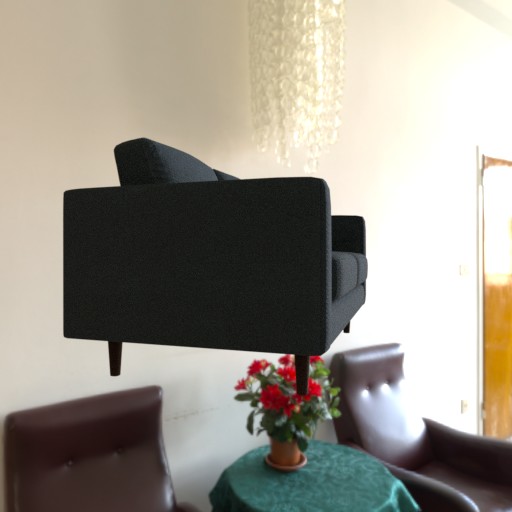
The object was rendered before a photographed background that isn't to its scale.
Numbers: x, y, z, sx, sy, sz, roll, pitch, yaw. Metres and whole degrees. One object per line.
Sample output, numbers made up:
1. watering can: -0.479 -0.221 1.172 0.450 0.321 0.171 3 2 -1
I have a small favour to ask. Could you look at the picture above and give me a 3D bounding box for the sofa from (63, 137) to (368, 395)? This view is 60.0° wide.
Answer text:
1. sofa: 0.000 0.000 2.191 0.999 0.930 1.518 0 0 18
